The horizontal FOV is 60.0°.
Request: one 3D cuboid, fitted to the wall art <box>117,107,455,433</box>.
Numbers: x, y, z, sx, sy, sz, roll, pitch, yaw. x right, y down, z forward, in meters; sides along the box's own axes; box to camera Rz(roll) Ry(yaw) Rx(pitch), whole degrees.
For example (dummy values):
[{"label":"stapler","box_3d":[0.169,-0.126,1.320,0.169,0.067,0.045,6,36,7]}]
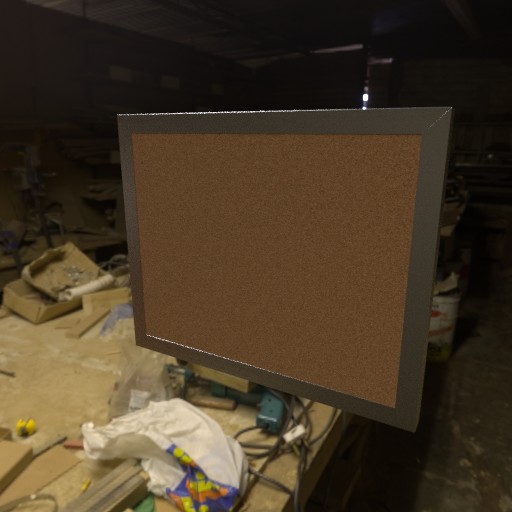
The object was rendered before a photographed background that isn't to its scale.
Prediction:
[{"label":"wall art","box_3d":[0.000,0.000,0.738,0.557,0.456,0.032,9,18,29]}]
